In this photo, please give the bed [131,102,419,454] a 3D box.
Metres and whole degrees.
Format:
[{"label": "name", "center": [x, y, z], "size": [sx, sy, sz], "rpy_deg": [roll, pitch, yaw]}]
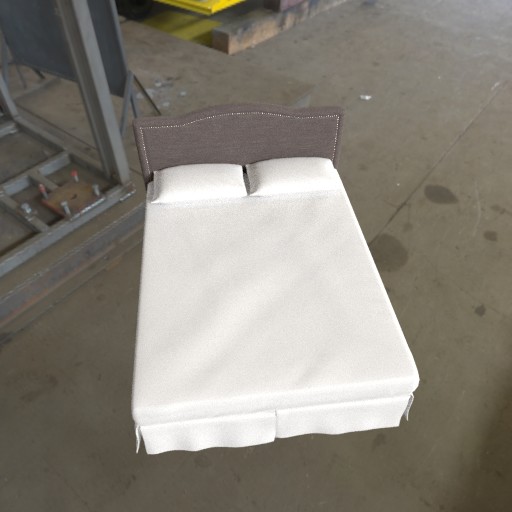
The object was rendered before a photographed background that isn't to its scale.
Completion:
[{"label": "bed", "center": [0.000, 0.000, 3.841], "size": [2.161, 1.457, 2.689], "rpy_deg": [-5, 47, -5]}]
